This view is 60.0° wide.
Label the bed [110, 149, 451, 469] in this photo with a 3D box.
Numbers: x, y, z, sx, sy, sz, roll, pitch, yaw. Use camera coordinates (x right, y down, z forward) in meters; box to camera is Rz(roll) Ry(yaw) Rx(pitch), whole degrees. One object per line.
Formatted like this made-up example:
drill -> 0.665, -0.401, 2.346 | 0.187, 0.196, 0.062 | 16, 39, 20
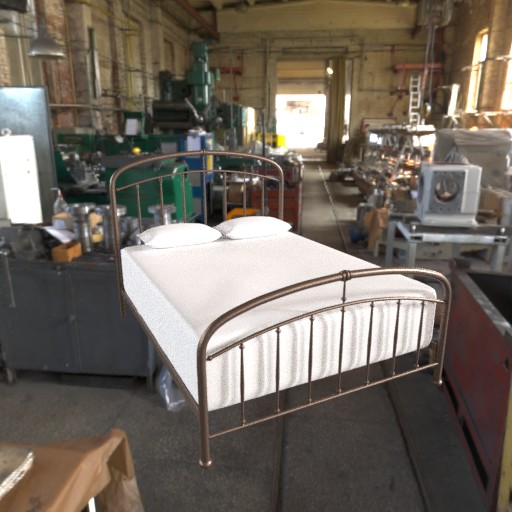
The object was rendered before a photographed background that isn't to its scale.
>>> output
bed -> 0.000, 0.000, 3.311 | 1.711, 1.475, 2.168 | -8, 18, -26
